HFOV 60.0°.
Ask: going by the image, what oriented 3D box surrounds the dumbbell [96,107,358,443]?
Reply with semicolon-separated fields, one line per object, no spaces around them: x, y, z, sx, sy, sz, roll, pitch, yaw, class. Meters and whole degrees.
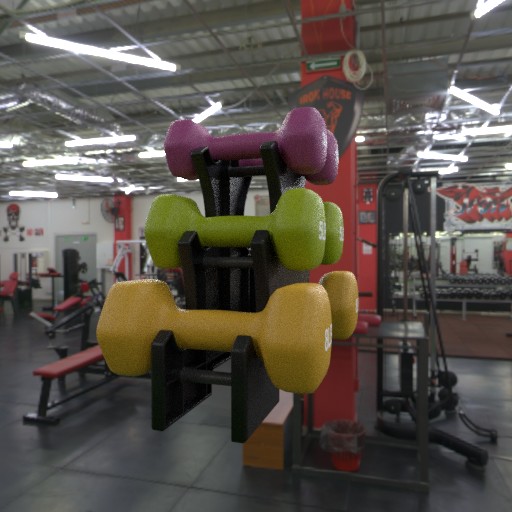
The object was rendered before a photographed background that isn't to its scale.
0.000;0.000;0.468;0.190;0.271;0.300;0;1;19;dumbbell
